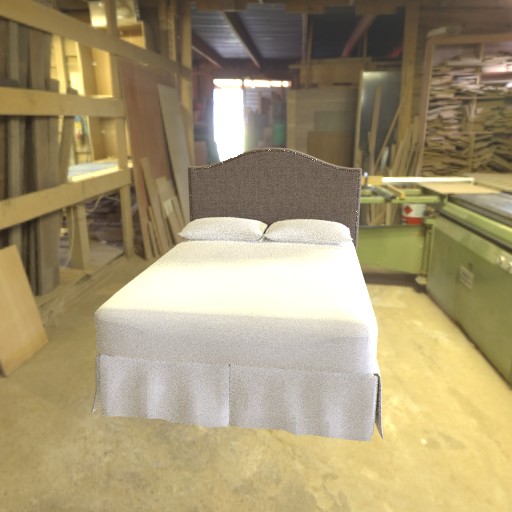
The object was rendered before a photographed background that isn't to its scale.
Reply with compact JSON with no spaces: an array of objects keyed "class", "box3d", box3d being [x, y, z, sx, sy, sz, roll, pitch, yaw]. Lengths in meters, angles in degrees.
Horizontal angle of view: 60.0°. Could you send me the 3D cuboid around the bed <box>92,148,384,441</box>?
[{"class":"bed","box3d":[0.000,0.000,3.342,1.713,1.518,2.153,2,16,8]}]
